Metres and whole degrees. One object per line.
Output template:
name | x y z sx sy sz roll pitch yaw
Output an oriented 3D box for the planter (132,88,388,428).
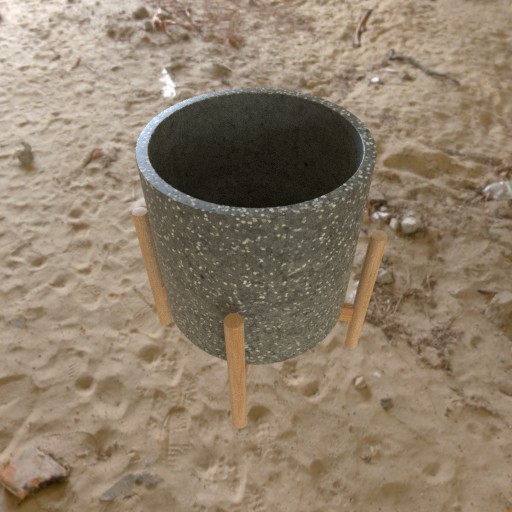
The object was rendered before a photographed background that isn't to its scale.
planter | 0.000 0.000 0.714 0.360 0.419 0.360 23 50 21
